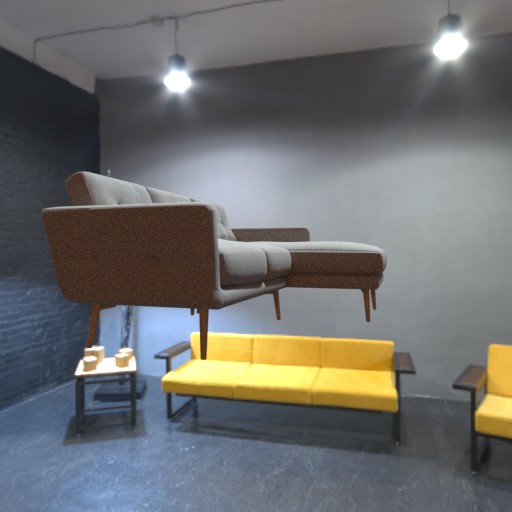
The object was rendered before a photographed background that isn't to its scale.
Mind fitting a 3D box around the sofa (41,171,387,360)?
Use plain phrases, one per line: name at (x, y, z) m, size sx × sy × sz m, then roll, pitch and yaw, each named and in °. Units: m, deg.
sofa at (0.000, 0.000, 2.805) m, size 1.530 × 0.860 × 2.040 m, roll 0°, pitch 1°, yaw 18°
